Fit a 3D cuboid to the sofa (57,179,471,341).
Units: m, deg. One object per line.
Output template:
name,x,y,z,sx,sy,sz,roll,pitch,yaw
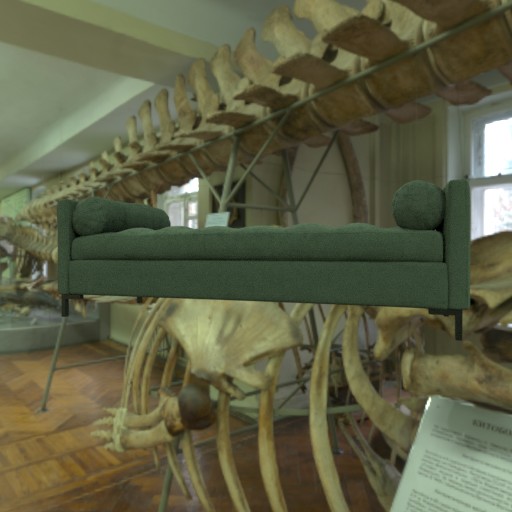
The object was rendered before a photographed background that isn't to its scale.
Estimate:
sofa,0.000,0.000,2.498,2.130,0.681,0.817,0,0,19
